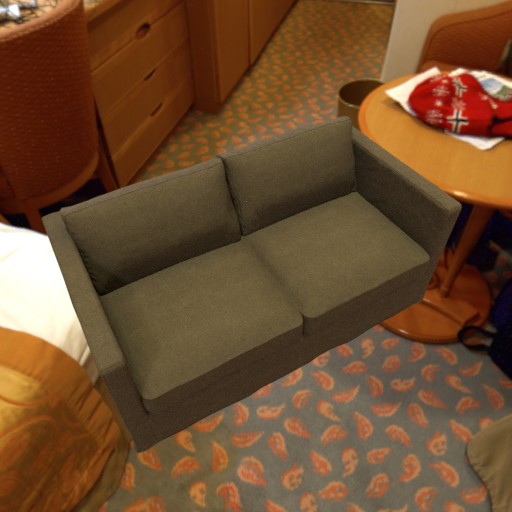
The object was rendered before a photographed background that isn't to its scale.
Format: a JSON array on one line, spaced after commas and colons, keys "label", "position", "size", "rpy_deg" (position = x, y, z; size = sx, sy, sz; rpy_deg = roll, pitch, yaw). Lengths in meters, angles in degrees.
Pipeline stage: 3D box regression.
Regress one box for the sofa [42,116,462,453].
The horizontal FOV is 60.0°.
[{"label": "sofa", "position": [0.000, 0.000, 2.294], "size": [1.802, 0.854, 0.974], "rpy_deg": [-23, 51, -20]}]
